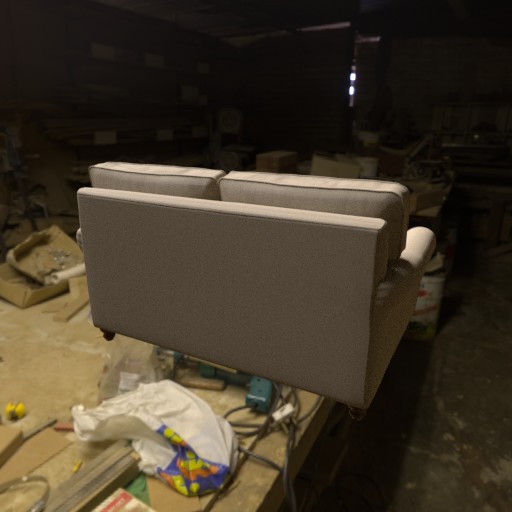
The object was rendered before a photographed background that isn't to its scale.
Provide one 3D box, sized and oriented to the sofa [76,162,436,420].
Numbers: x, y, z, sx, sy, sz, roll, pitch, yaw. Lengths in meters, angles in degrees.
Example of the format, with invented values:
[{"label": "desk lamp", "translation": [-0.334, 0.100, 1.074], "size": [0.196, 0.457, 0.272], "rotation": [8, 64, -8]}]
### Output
[{"label": "sofa", "translation": [0.000, 0.000, 2.287], "size": [1.665, 0.937, 0.964], "rotation": [9, 20, 27]}]
